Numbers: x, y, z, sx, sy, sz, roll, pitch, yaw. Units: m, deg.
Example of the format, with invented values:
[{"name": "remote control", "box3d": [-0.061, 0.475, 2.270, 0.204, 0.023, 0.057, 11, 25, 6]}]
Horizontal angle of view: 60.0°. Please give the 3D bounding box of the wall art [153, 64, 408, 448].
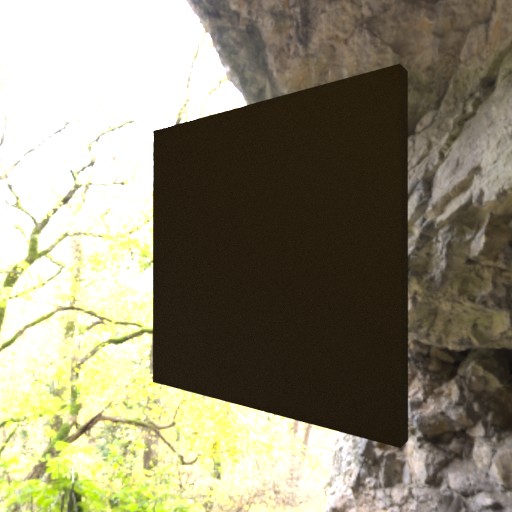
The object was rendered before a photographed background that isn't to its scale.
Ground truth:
[{"name": "wall art", "box3d": [0.000, 0.000, 0.748, 0.503, 0.506, 0.030, 0, 0, 38]}]
